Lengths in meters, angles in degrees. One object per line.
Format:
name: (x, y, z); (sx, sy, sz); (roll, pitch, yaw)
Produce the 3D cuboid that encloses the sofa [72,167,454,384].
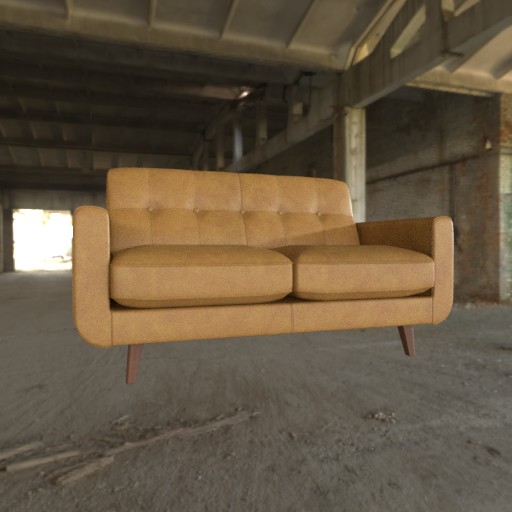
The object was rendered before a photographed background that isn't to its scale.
sofa: (0.000, 0.000, 2.213); (1.651, 0.925, 0.952); (0, 1, -19)
